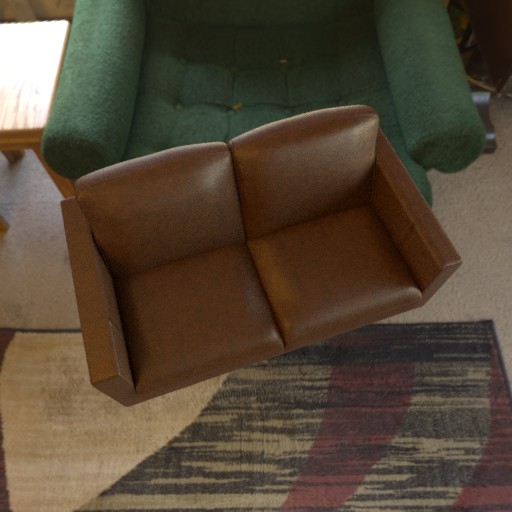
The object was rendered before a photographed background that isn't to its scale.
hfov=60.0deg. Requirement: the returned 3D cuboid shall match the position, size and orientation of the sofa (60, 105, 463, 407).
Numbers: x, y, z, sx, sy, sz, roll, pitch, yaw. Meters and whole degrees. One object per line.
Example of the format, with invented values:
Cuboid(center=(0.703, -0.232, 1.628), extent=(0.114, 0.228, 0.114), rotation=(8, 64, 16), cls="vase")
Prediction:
Cuboid(center=(0.000, 0.000, 2.115), extent=(1.578, 0.951, 0.909), rotation=(-17, 64, -9), cls="sofa")
